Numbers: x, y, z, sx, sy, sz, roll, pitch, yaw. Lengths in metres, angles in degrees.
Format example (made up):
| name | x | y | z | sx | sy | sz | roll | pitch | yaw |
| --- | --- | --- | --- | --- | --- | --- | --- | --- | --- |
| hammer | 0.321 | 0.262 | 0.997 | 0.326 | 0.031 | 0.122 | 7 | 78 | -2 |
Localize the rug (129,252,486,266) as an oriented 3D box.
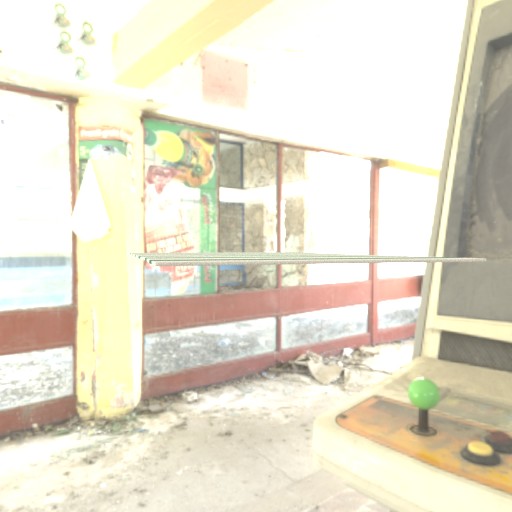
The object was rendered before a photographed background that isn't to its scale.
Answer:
| name | x | y | z | sx | sy | sz | roll | pitch | yaw |
| --- | --- | --- | --- | --- | --- | --- | --- | --- | --- |
| rug | 0.000 | 0.000 | 2.327 | 1.210 | 0.012 | 1.829 | 0 | 1 | -18 |
